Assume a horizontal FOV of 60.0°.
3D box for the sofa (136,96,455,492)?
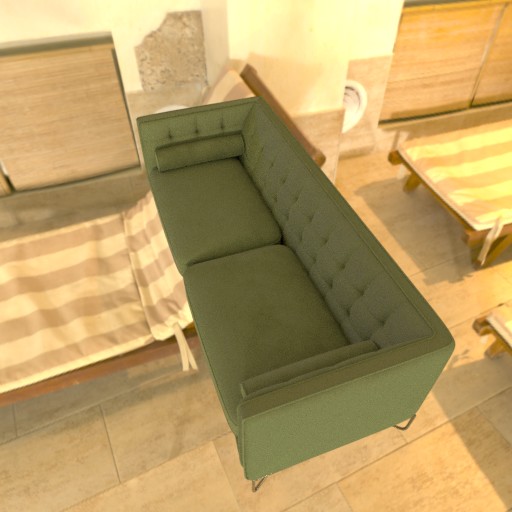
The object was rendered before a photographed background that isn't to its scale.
[{"bbox_3d":[0.000,0.000,2.447,0.867,0.789,2.087,-15,48,-14],"label":"sofa"}]
